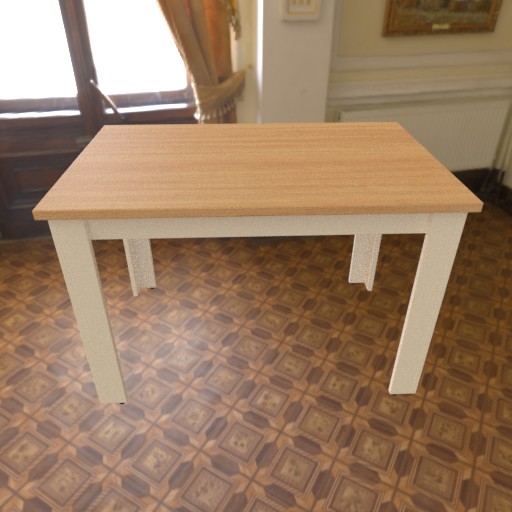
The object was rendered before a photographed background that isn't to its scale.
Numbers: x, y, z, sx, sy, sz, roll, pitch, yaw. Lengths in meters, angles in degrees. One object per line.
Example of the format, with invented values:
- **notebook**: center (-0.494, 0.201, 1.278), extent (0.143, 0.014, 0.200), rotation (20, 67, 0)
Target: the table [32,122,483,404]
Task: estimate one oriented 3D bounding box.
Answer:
- **table**: center (0.000, 0.000, 1.569), extent (1.100, 0.734, 0.700), rotation (-1, 33, -2)
